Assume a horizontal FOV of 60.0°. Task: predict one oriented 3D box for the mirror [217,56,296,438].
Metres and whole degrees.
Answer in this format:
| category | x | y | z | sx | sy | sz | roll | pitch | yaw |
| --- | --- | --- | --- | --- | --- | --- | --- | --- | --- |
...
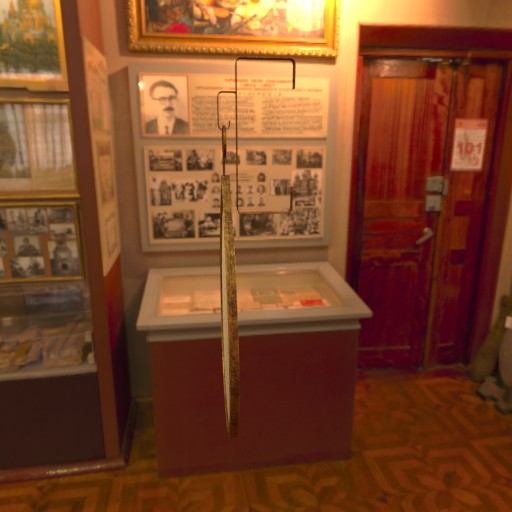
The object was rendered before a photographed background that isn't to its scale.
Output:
| category | x | y | z | sx | sy | sz | roll | pitch | yaw |
| --- | --- | --- | --- | --- | --- | --- | --- | --- | --- |
| mirror | 0.000 | 0.000 | 0.901 | 0.144 | 0.744 | 0.405 | -2 | 15 | -6 |
